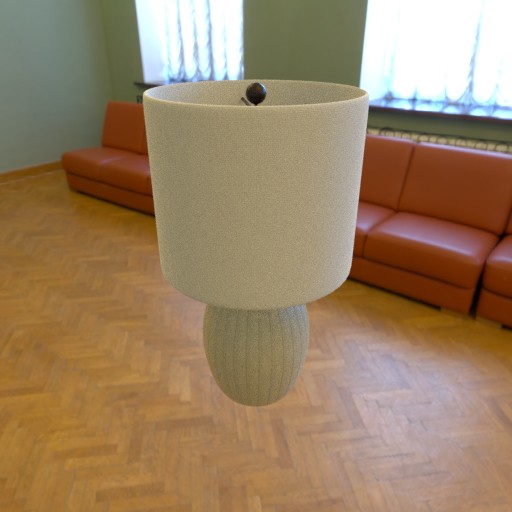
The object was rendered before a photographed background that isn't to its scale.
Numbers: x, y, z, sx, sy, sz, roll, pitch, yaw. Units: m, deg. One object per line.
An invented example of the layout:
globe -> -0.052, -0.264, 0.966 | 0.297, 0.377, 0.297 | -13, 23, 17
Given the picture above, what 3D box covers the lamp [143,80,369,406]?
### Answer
lamp -> 0.000, 0.000, 0.778 | 0.329, 0.570, 0.329 | 18, 32, 32
